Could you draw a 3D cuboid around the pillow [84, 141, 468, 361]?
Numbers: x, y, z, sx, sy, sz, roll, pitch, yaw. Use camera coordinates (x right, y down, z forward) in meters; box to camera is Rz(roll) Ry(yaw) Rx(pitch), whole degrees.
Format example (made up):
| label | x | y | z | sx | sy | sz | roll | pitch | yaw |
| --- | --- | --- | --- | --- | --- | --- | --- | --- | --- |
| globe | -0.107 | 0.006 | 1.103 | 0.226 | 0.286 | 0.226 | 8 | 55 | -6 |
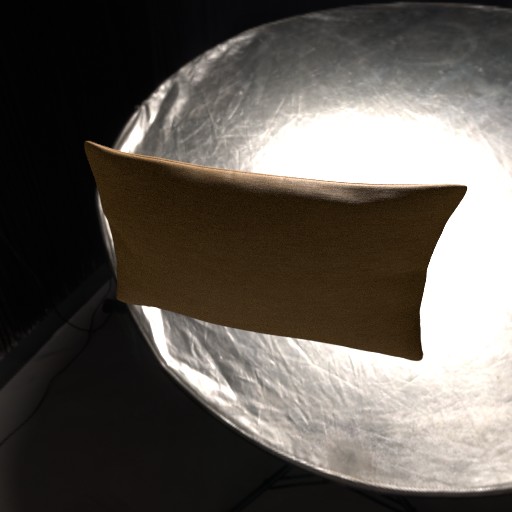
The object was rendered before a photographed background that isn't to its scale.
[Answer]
| label | x | y | z | sx | sy | sz | roll | pitch | yaw |
| --- | --- | --- | --- | --- | --- | --- | --- | --- | --- |
| pillow | 0.000 | 0.000 | 0.789 | 0.634 | 0.354 | 0.210 | 9 | 34 | 14 |
